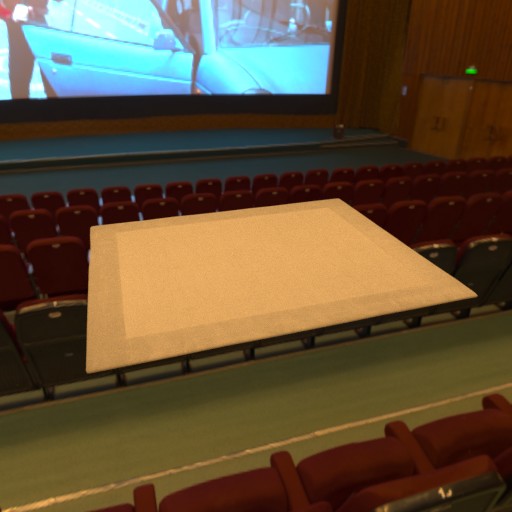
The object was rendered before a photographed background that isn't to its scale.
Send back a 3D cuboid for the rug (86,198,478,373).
[{"bbox_3d":[0.000,0.000,4.159,2.976,0.018,2.430,-8,28,-16],"label":"rug"}]
